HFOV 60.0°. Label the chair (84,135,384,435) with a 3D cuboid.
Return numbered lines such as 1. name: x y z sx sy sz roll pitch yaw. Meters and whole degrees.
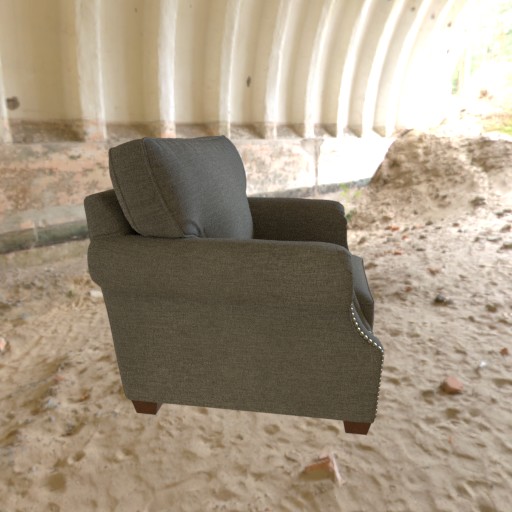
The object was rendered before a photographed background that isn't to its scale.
1. chair: 0.000 0.000 1.830 0.965 0.961 1.092 2 16 9
